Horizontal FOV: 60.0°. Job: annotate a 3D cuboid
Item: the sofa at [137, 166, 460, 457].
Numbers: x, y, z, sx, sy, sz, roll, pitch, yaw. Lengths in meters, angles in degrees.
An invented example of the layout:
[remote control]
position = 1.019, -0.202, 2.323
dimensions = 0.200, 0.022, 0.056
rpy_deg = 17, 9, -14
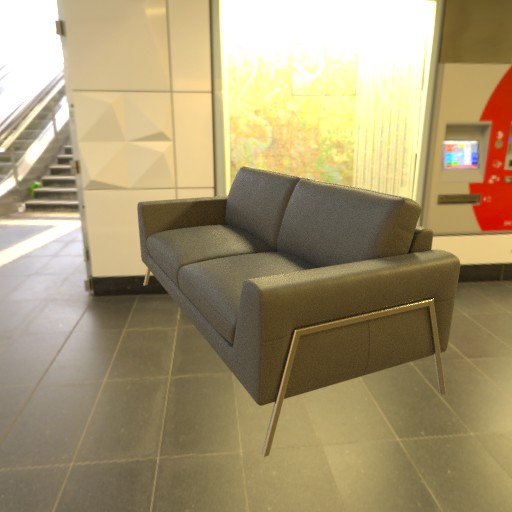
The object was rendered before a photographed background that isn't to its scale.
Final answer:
[sofa]
position = 0.000, 0.000, 2.552
dimensions = 0.953, 0.875, 2.017
rpy_deg = -8, 18, -25
